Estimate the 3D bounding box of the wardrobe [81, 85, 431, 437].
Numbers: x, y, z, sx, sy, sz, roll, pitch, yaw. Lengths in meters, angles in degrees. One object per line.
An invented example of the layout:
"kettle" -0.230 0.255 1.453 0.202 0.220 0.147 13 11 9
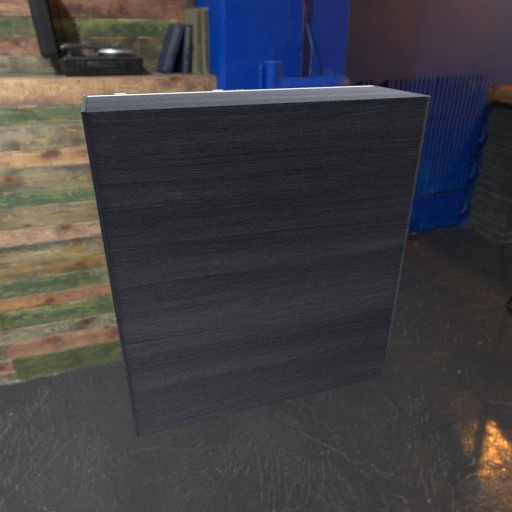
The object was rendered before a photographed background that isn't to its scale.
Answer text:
"wardrobe" 0.000 0.000 2.844 1.780 1.960 0.629 -8 28 -16
